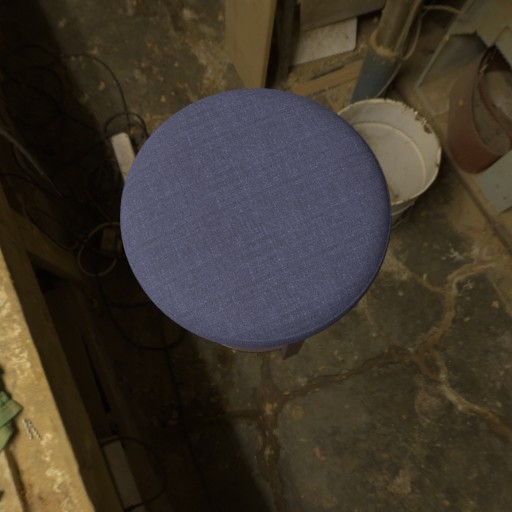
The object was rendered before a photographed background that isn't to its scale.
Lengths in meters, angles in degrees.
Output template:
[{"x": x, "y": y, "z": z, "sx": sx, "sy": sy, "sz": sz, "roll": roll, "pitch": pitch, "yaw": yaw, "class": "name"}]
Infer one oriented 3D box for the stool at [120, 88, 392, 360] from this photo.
[{"x": 0.000, "y": 0.000, "z": 0.975, "sx": 0.449, "sy": 0.655, "sz": 0.449, "roll": 0, "pitch": 75, "yaw": 0, "class": "stool"}]
